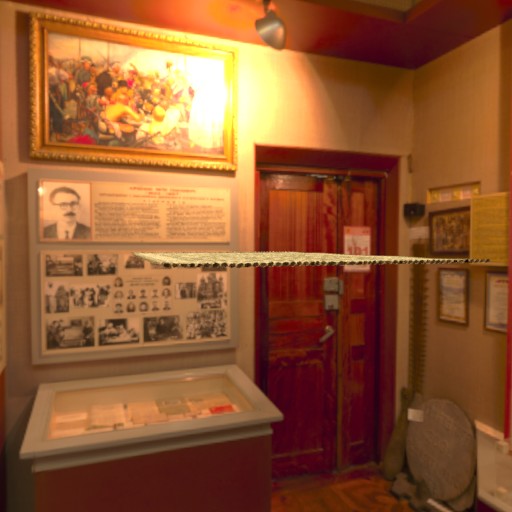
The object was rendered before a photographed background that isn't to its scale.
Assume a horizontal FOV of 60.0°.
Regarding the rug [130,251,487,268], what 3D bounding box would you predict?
[{"bbox_3d":[0.000,0.000,2.987,1.530,0.025,2.431,-1,2,-19],"label":"rug"}]
